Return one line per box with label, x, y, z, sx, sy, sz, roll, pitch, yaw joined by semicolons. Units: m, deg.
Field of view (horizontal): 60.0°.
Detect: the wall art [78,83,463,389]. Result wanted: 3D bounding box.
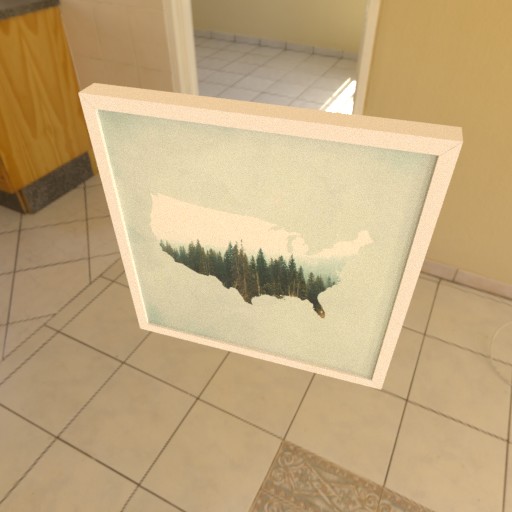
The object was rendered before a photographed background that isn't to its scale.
wall art;0.000;0.000;0.446;0.304;0.304;0.024;11;42;13
